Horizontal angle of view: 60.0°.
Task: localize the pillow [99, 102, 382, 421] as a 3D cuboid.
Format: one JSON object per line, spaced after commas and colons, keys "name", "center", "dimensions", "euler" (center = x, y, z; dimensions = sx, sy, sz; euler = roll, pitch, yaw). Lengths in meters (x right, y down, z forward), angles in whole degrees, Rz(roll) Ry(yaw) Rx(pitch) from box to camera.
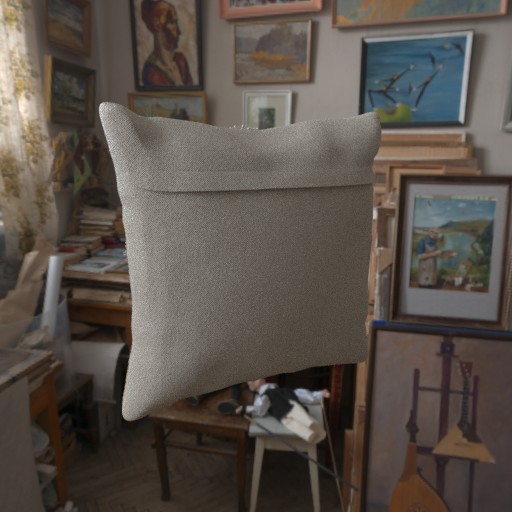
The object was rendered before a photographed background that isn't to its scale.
{"name": "pillow", "center": [0.000, 0.000, 0.767], "dimensions": [0.484, 0.490, 0.234], "euler": [-6, 15, -25]}
